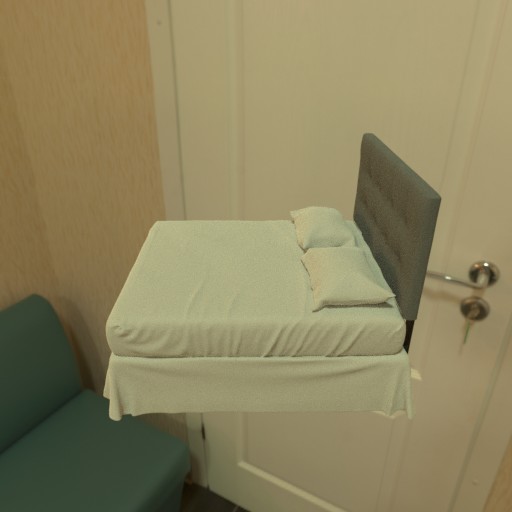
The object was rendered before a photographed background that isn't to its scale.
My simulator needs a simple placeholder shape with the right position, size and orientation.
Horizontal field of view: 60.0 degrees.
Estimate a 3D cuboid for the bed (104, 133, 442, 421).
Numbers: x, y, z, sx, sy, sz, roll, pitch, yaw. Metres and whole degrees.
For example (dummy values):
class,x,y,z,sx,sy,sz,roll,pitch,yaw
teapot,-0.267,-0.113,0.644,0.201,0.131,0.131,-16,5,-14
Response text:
class,x,y,z,sx,sy,sz,roll,pitch,yaw
bed,0.000,0.000,3.507,2.222,1.577,1.936,0,28,0
